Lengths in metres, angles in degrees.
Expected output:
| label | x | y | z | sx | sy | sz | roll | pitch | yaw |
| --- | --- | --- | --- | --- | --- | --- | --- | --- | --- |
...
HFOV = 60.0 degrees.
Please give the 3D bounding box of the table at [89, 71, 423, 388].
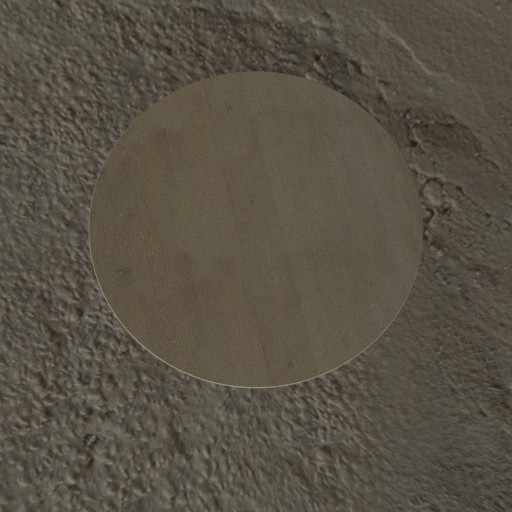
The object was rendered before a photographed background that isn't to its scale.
| label | x | y | z | sx | sy | sz | roll | pitch | yaw |
| --- | --- | --- | --- | --- | --- | --- | --- | --- | --- |
| table | 0.000 | 0.000 | 1.439 | 0.800 | 0.780 | 0.800 | 0 | 75 | 0 |
